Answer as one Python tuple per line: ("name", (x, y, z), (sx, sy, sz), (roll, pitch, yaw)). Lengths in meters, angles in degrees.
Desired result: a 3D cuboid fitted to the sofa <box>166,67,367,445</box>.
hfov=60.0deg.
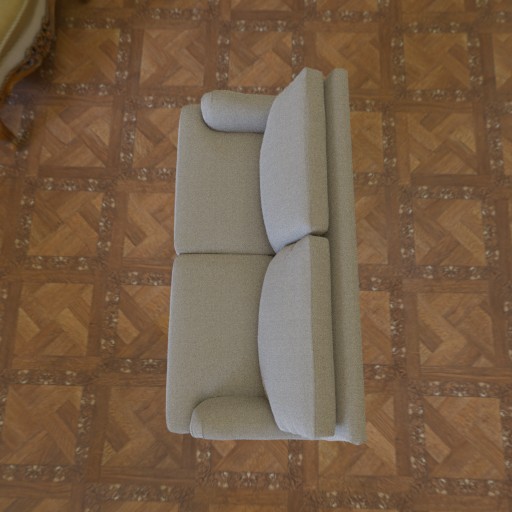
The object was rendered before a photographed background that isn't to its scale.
("sofa", (0.000, 0.000, 2.831), (1.087, 1.054, 2.160), (0, 77, 0))
